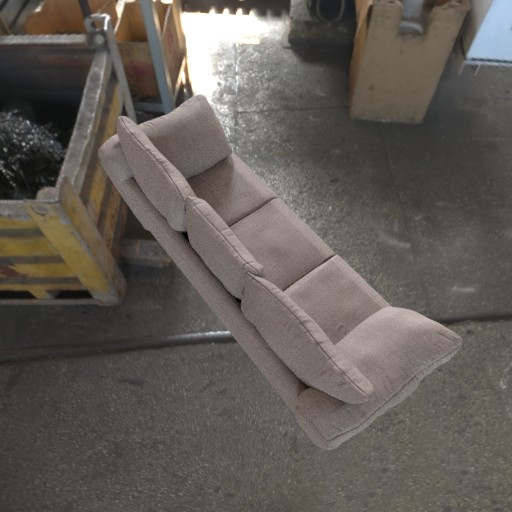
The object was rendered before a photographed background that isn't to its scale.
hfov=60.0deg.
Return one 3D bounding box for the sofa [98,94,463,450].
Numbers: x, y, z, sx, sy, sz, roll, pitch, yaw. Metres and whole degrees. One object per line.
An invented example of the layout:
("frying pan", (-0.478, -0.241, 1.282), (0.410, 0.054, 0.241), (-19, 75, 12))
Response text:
("sofa", (0.000, 0.000, 2.768), (0.878, 0.996, 2.334), (-34, 65, -18))
